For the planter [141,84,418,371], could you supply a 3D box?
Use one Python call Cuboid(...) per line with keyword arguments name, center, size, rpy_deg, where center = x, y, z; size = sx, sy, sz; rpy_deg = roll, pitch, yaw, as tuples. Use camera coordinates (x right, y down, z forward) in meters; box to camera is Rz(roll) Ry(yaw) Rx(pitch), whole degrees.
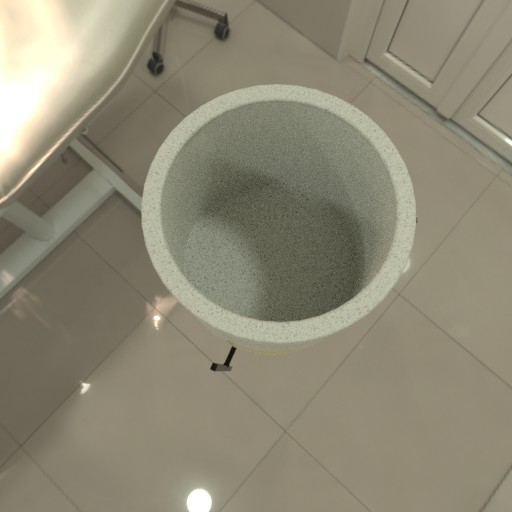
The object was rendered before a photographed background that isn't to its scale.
Cuboid(name="planter", center=(0.000, 0.000, 0.552), size=(0.267, 0.362, 0.263), rpy_deg=(41, 79, 10))
